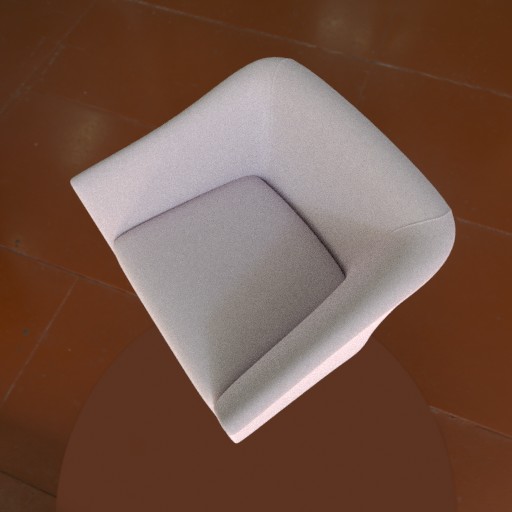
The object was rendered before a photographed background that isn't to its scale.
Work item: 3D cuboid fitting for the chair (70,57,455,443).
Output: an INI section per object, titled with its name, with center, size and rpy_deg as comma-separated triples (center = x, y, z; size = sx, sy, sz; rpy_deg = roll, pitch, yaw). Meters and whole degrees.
[chair]
center = 0.000, 0.000, 1.324
size = 0.700, 0.720, 0.790
rpy_deg = -32, 68, -15
